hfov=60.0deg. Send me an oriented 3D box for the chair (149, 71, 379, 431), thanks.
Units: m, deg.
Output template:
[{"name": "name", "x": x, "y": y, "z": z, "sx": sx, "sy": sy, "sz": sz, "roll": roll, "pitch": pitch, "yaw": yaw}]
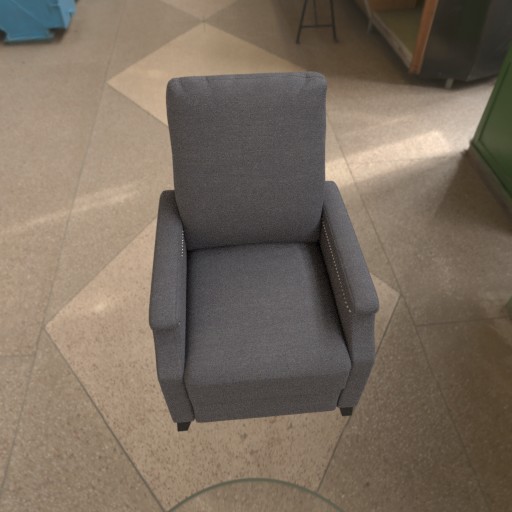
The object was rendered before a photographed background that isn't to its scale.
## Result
[{"name": "chair", "x": 0.000, "y": 0.000, "z": 1.632, "sx": 0.710, "sy": 1.049, "sz": 0.922, "roll": -4, "pitch": 48, "yaw": -4}]
